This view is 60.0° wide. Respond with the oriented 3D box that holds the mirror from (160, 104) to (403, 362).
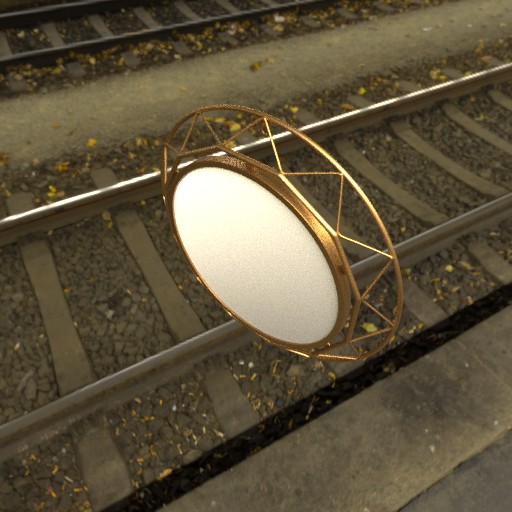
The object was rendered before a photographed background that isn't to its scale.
[{"bbox_3d":[0.000,0.000,0.676,0.454,0.454,0.043,30,53,26],"label":"mirror"}]
